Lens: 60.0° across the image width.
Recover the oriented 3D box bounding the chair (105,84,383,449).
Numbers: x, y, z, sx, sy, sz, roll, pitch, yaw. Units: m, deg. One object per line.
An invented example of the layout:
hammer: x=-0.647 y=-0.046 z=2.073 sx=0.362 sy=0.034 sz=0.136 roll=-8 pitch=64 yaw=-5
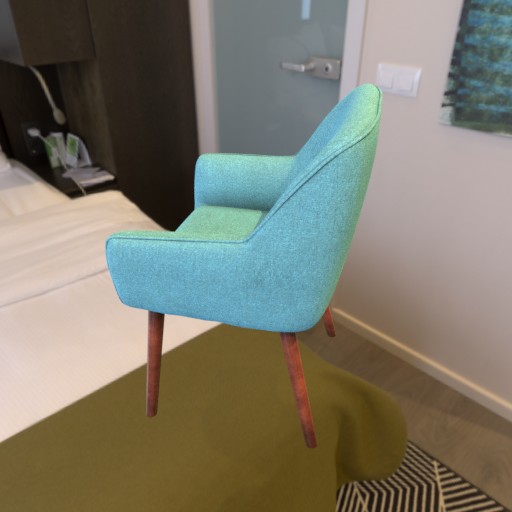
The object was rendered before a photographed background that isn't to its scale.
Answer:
chair: x=0.000 y=0.000 z=1.140 sx=0.519 sy=0.803 sz=0.543 roll=8 pitch=33 yaw=13
